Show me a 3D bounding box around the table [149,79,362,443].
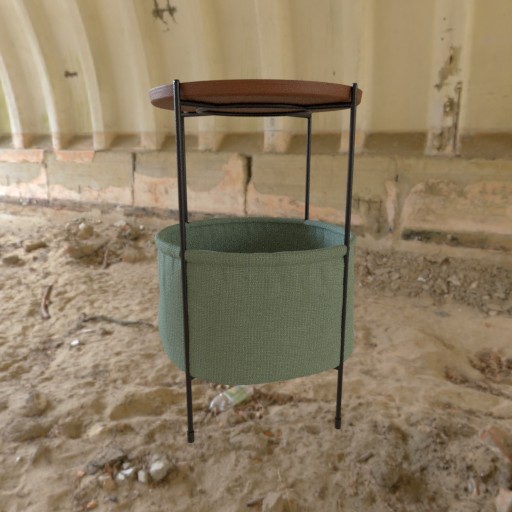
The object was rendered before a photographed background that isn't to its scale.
[{"bbox_3d":[0.000,0.000,0.894,0.400,0.623,0.400,-2,14,-8],"label":"table"}]
